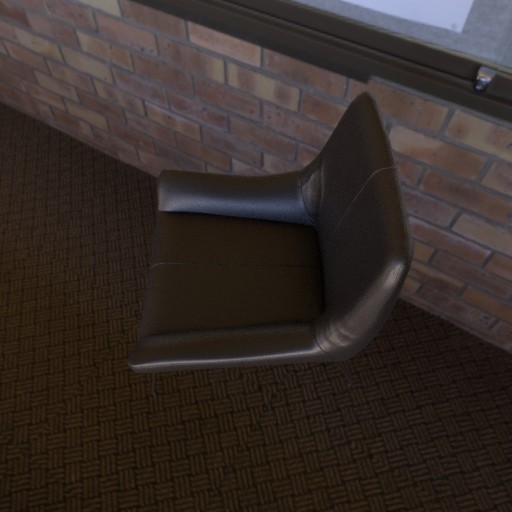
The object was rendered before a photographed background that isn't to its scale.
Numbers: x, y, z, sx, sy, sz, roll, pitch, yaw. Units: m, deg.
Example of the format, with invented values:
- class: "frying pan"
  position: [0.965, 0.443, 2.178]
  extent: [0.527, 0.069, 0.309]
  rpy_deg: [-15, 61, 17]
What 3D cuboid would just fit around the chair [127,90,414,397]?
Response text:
- class: "chair"
  position: [0.000, 0.000, 1.589]
  extent: [0.826, 0.922, 0.836]
  rpy_deg: [0, 56, 0]
